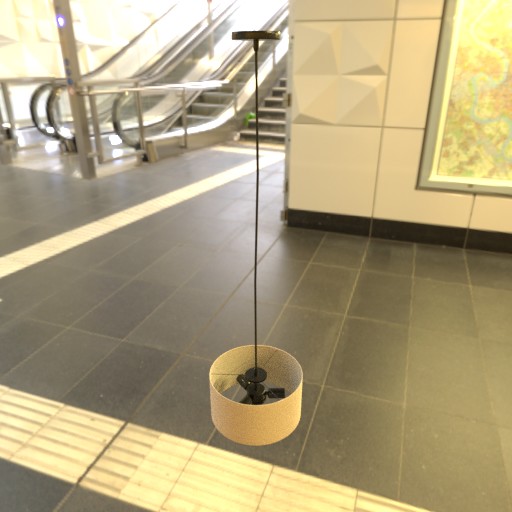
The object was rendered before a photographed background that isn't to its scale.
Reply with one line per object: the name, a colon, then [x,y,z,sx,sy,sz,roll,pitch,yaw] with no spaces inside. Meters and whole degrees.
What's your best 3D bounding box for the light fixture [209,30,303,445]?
light fixture: [0.000,0.000,1.678,0.399,1.516,0.399,0,24,0]
